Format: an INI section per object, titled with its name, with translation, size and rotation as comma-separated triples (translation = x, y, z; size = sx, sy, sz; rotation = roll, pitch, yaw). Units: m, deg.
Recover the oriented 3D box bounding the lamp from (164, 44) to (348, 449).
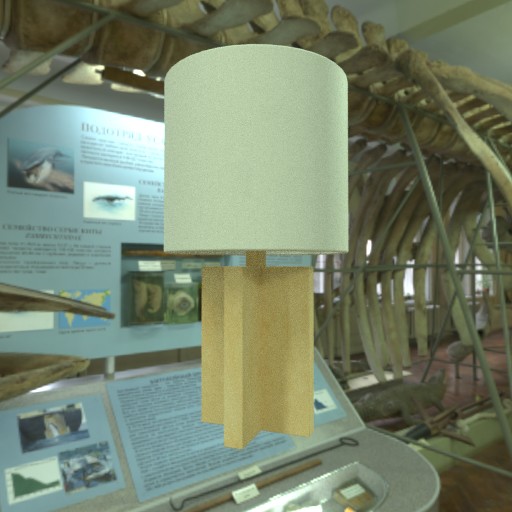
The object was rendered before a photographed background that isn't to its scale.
[lamp]
translation = 0.000, 0.000, 0.561
size = 0.229, 0.428, 0.229
rotation = 0, -1, 21
